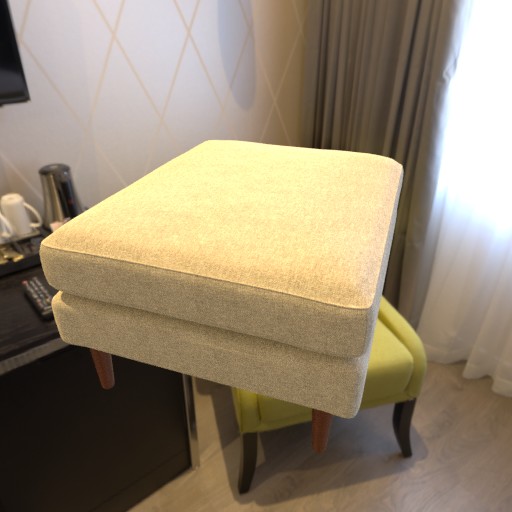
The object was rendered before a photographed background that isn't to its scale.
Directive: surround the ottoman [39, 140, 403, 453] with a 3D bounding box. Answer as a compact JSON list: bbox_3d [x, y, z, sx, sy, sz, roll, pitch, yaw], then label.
[{"bbox_3d":[0.000,0.000,1.225,0.693,0.474,0.821,10,31,17],"label":"ottoman"}]
